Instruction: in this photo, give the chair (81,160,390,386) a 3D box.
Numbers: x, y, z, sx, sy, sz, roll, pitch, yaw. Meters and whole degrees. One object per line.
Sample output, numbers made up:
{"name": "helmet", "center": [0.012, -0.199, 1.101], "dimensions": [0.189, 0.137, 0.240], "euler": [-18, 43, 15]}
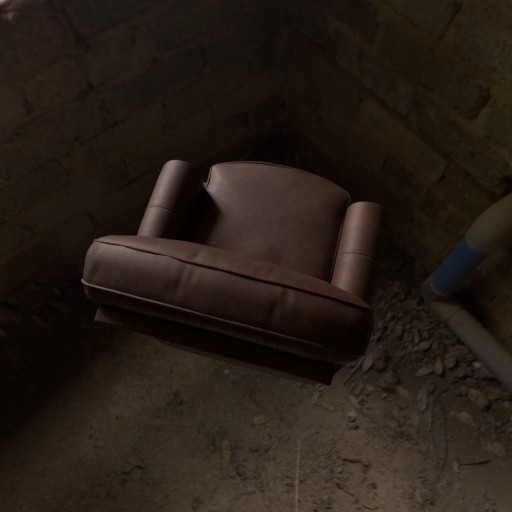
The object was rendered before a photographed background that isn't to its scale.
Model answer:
{"name": "chair", "center": [0.000, 0.000, 1.722], "dimensions": [0.936, 1.018, 0.986], "euler": [14, 63, 7]}
